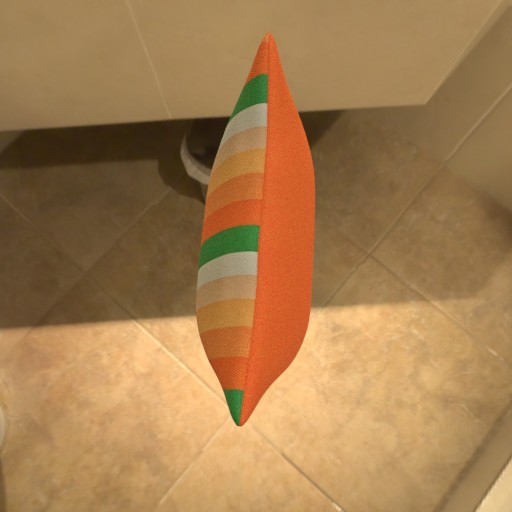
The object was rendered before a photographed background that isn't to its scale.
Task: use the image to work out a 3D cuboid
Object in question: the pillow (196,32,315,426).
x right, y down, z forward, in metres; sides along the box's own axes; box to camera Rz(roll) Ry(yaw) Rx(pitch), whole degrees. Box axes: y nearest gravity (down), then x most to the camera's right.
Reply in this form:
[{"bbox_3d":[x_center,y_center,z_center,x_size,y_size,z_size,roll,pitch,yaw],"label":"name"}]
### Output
[{"bbox_3d":[0.000,0.000,0.696,0.169,0.444,0.453,4,76,1],"label":"pillow"}]
